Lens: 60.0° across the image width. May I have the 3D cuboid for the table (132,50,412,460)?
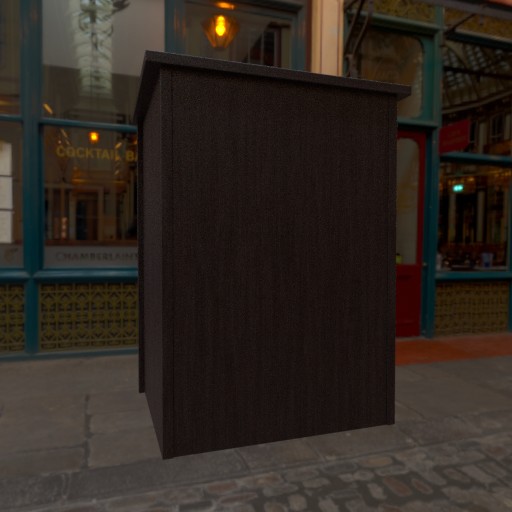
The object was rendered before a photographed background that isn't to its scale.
[{"bbox_3d":[0.000,0.000,0.932,0.480,0.635,0.381,-1,2,-19],"label":"table"}]
